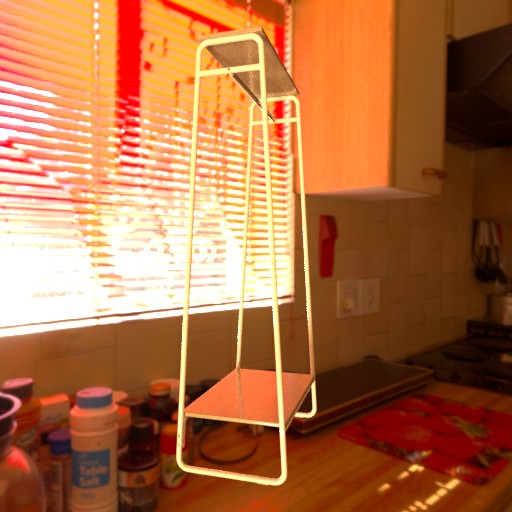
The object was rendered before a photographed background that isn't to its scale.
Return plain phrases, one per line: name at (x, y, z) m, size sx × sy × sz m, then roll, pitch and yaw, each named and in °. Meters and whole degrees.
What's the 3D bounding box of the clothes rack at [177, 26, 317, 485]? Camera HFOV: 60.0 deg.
clothes rack at (0.000, 0.000, 1.798) m, size 0.400 × 1.512 × 0.640 m, roll 0°, pitch 1°, yaw 17°
